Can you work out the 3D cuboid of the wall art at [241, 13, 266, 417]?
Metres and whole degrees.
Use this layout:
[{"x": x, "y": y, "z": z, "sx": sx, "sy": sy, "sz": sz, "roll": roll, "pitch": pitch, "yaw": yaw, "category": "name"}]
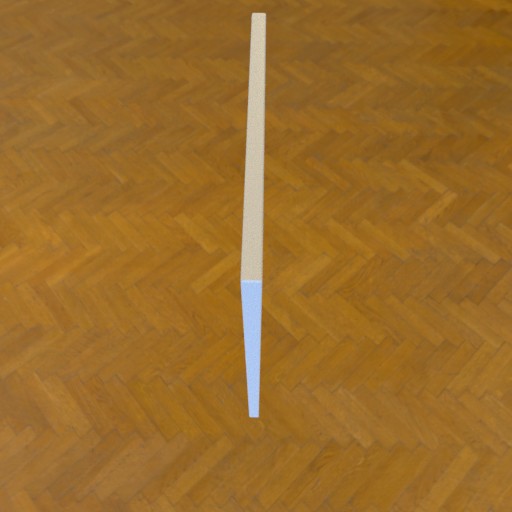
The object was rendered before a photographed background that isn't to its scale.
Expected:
[{"x": 0.000, "y": 0.000, "z": 1.020, "sx": 0.026, "sy": 0.813, "sz": 0.556, "roll": 1, "pitch": 59, "yaw": 1, "category": "wall art"}]
